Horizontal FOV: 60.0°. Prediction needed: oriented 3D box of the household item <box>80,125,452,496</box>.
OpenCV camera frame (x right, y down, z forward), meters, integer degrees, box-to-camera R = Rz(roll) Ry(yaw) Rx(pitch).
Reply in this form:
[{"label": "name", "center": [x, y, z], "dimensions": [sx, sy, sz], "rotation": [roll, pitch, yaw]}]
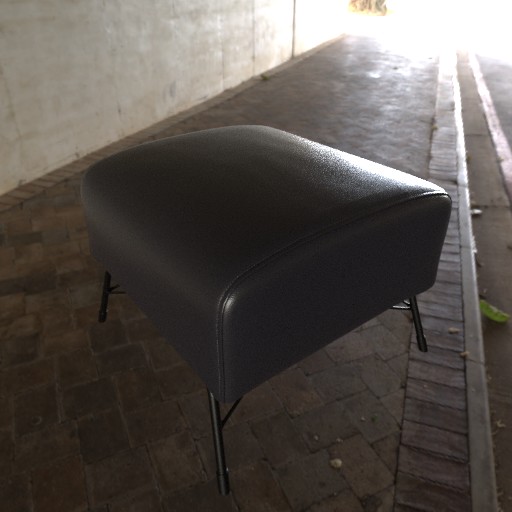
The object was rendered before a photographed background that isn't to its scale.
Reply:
[{"label": "household item", "center": [0.000, 0.000, 0.884], "dimensions": [0.530, 0.410, 0.530], "rotation": [-22, 37, -31]}]
